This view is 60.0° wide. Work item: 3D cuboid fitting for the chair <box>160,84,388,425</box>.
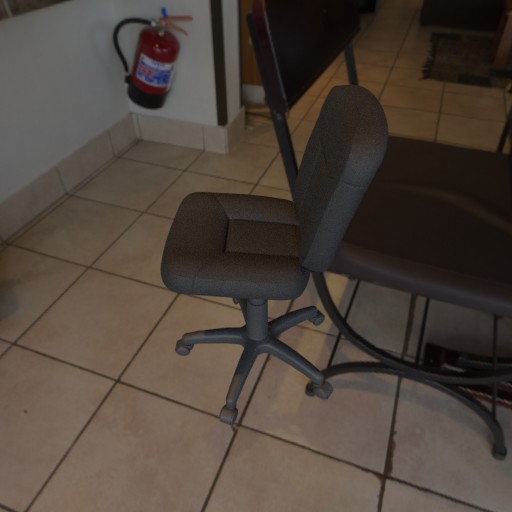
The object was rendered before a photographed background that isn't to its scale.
[{"bbox_3d":[0.000,0.000,1.375,0.610,0.972,0.610,1,40,1],"label":"chair"}]
